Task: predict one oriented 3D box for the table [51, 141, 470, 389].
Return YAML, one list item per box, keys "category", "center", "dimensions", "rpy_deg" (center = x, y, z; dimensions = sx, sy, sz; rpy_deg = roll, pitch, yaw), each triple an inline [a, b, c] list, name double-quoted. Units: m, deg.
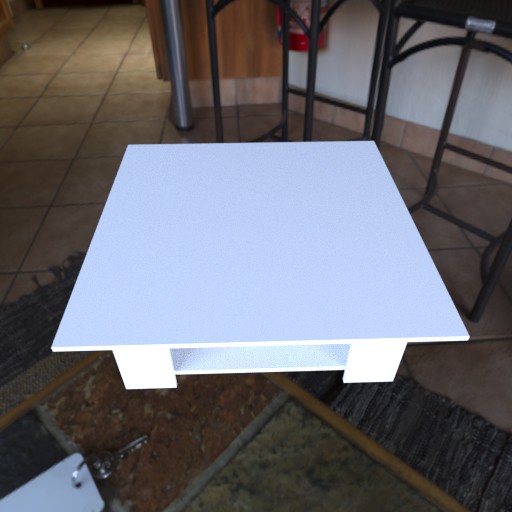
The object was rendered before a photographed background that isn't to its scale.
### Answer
- category: "table"
  center: [0.000, 0.000, 1.374]
  dimensions: [0.890, 0.305, 0.890]
  rpy_deg: [-1, 42, -1]
